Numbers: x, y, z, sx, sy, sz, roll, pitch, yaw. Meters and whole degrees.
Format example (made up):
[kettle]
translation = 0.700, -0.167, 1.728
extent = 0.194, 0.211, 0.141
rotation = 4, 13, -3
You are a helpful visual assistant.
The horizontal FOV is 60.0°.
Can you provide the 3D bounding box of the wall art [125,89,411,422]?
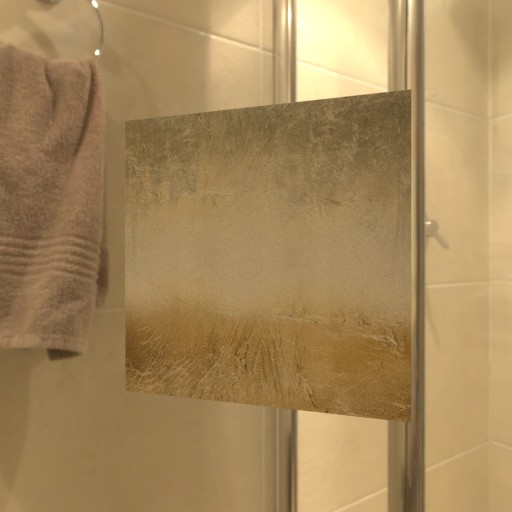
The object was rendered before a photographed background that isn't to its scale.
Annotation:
[wall art]
translation = 0.000, 0.000, 0.924
extent = 0.610, 0.610, 0.038
rotation = 0, 0, 18
